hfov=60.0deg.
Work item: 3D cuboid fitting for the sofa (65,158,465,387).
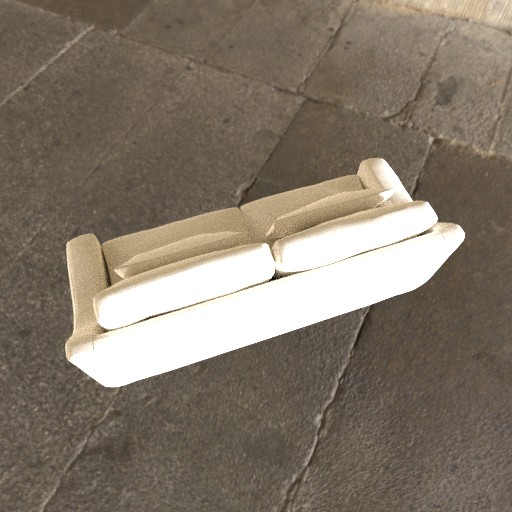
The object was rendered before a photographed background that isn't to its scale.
[{"bbox_3d":[0.000,0.000,3.095,2.470,1.022,1.009,-16,59,-10],"label":"sofa"}]
